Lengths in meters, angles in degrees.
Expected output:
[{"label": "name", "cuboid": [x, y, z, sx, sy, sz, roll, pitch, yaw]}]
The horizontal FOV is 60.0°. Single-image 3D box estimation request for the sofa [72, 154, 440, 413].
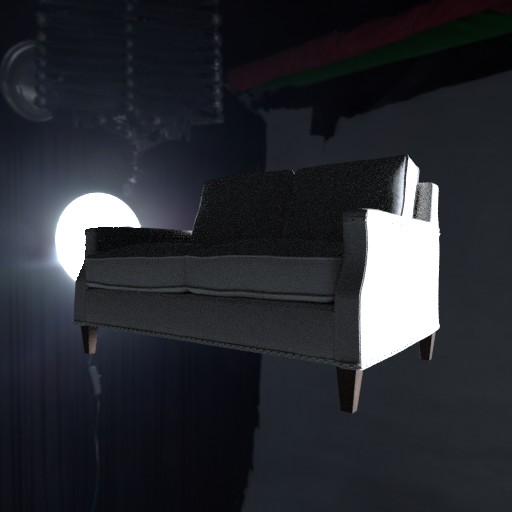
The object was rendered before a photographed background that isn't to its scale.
[{"label": "sofa", "cuboid": [0.000, 0.000, 2.248, 1.597, 1.003, 1.084, 0, 0, 36]}]
